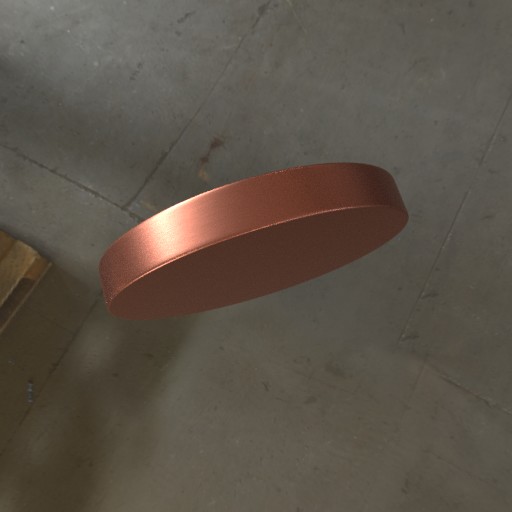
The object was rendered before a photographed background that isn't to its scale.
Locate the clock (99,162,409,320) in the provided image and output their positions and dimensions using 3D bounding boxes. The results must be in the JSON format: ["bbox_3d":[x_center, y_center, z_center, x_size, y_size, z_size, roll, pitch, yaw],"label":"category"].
[{"bbox_3d":[0.000,0.000,0.470,0.313,0.313,0.040,-16,76,-4],"label":"clock"}]
